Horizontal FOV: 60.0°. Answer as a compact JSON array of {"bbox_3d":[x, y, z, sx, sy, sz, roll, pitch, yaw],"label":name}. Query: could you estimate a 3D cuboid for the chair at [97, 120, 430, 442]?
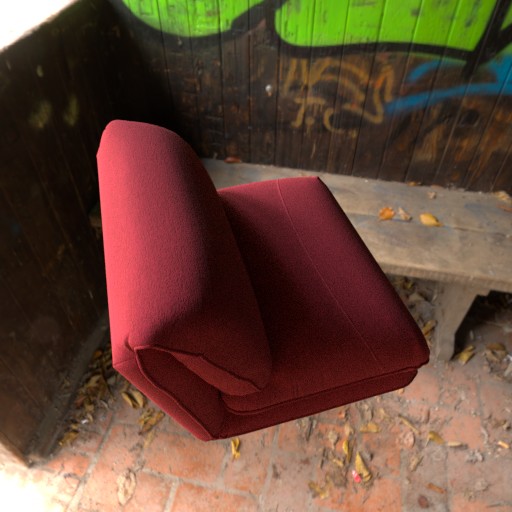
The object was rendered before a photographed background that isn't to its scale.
[{"bbox_3d":[0.000,0.000,1.291,0.780,0.580,0.820,-12,48,-11],"label":"chair"}]
